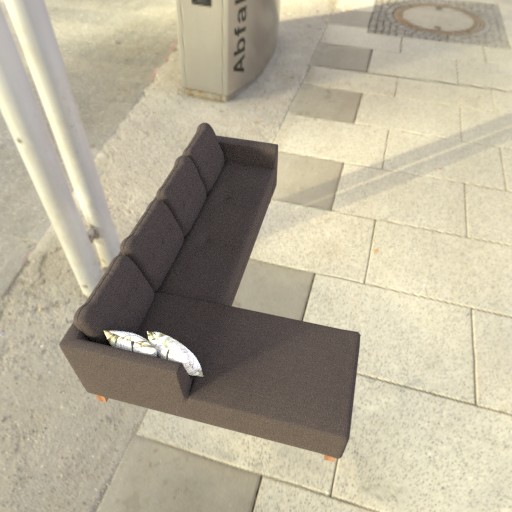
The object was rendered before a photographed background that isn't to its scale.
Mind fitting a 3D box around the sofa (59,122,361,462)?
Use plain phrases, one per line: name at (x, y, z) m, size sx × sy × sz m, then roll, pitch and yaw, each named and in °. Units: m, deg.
sofa at (0.000, 0.000, 3.655) m, size 1.829 × 0.932 × 2.679 m, roll 11°, pitch 48°, yaw 10°
